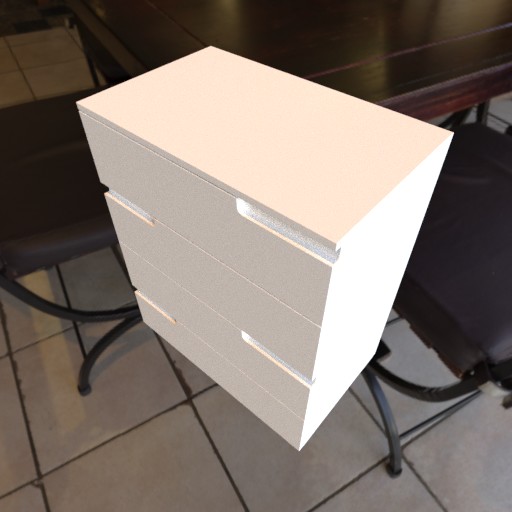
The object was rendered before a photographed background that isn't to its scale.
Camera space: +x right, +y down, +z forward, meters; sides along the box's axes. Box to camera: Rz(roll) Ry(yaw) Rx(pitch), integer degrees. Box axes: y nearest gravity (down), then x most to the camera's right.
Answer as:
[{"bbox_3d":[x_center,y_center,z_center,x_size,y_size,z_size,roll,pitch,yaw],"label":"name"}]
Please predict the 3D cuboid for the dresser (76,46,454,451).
[{"bbox_3d":[0.000,0.000,1.172,0.650,0.800,0.400,32,54,27],"label":"dresser"}]
